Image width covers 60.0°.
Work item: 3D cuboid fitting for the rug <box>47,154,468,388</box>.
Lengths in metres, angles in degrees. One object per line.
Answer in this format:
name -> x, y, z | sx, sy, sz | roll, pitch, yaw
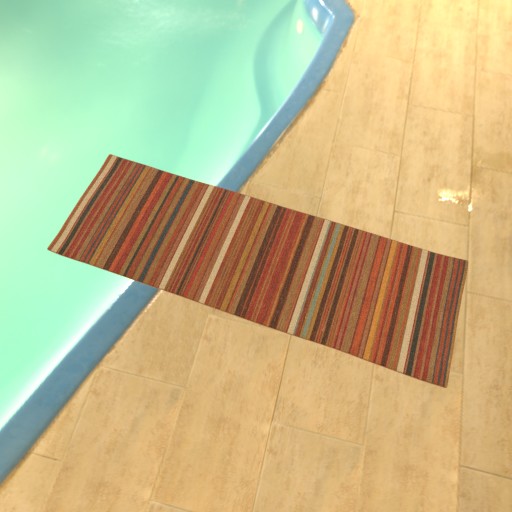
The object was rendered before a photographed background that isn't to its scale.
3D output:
rug -> 0.000, 0.000, 2.698 | 2.444, 0.030, 0.799 | 18, 65, 9
